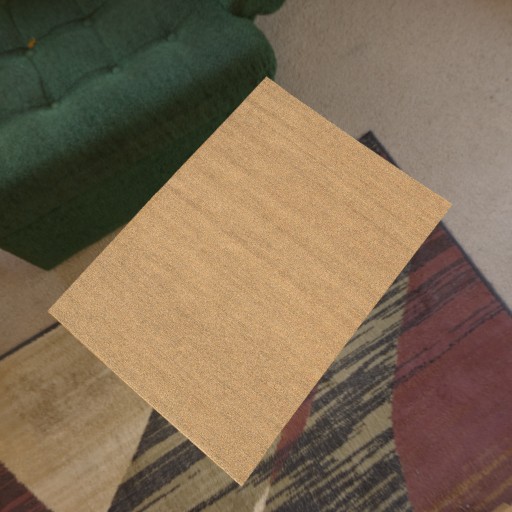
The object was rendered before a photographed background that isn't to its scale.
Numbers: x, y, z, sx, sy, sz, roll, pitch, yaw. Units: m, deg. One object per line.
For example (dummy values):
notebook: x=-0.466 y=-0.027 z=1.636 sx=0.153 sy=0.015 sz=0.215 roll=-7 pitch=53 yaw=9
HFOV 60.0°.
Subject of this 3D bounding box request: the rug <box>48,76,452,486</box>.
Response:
rug: x=0.000 y=0.000 z=2.930 sx=1.624 sy=0.030 sz=2.264 roll=38 pitch=78 yaw=9
